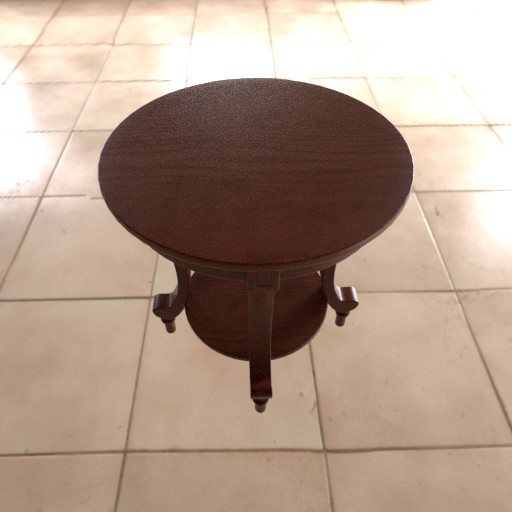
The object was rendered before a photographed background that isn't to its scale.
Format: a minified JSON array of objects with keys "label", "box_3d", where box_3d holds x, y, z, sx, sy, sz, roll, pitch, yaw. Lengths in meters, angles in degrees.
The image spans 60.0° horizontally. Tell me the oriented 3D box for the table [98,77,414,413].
[{"label":"table","box_3d":[0.000,0.000,1.081,0.597,0.612,0.597,0,47,0]}]
